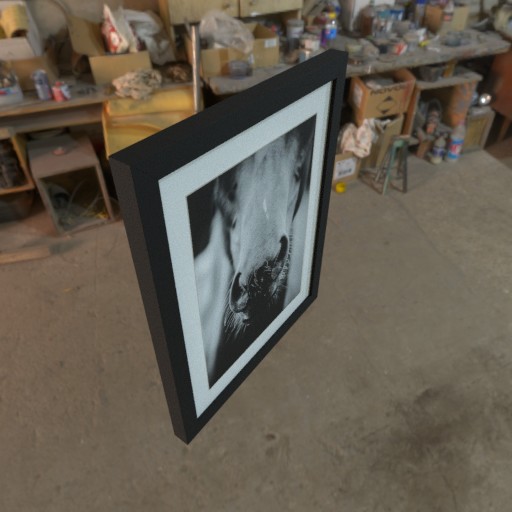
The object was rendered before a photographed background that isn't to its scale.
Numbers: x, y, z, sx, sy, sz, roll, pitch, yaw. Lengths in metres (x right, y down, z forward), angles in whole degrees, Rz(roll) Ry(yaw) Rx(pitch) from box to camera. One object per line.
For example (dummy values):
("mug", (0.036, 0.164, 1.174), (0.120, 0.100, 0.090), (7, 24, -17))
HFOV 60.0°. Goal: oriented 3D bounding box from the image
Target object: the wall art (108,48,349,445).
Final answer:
("wall art", (0.000, 0.000, 0.547), (0.024, 0.404, 0.329), (26, 47, 27))
